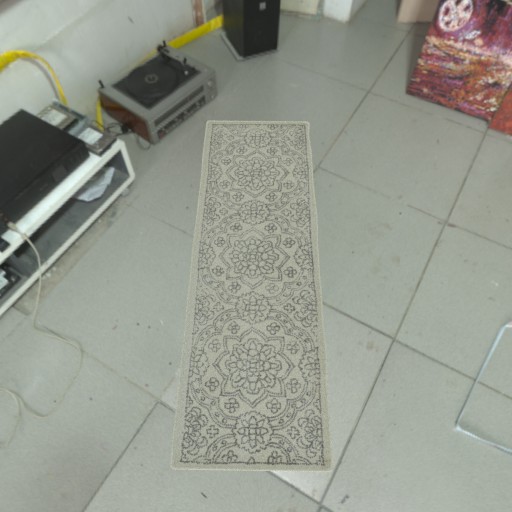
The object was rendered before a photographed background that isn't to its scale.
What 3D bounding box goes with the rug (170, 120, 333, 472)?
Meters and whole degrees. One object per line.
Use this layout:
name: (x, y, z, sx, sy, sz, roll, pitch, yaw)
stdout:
rug: (0.000, 0.000, 2.776, 0.806, 0.006, 2.431, 1, 59, 0)
